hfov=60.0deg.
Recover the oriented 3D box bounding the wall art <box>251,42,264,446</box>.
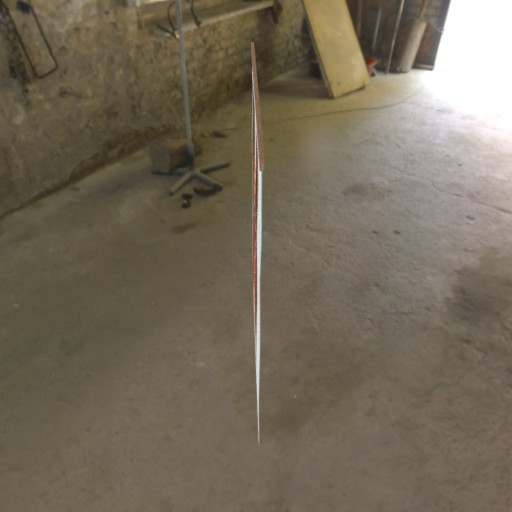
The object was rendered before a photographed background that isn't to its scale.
[{"bbox_3d":[0.000,0.000,1.999,0.019,1.527,1.019,-1,41,-1],"label":"wall art"}]
